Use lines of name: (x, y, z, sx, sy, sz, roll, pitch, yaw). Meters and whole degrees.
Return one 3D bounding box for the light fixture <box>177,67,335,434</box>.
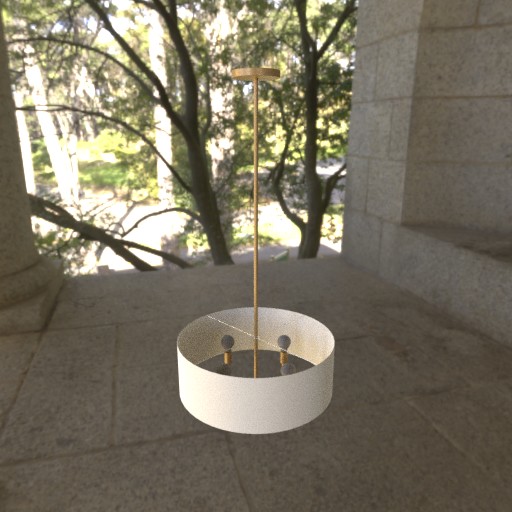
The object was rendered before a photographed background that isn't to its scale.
light fixture: (0.000, 0.000, 1.374, 0.508, 1.067, 0.508, 0, 16, 0)
